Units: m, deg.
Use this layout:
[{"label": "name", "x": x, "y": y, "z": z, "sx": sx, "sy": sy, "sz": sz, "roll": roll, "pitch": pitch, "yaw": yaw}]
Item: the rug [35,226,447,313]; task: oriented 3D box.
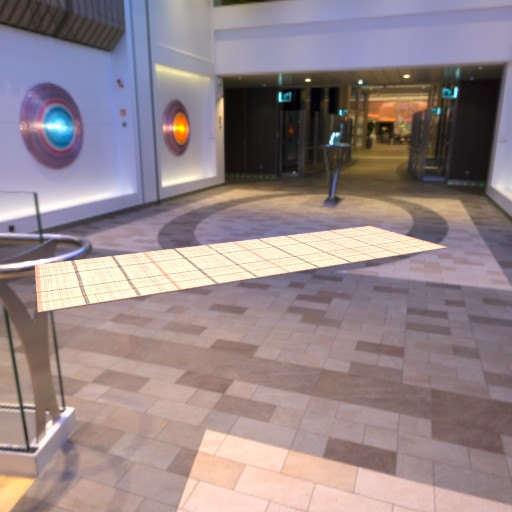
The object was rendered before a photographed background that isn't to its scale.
[{"label": "rug", "x": 0.000, "y": 0.000, "z": 2.724, "sx": 2.439, "sy": 0.008, "sz": 0.762, "roll": -8, "pitch": 17, "yaw": -25}]
